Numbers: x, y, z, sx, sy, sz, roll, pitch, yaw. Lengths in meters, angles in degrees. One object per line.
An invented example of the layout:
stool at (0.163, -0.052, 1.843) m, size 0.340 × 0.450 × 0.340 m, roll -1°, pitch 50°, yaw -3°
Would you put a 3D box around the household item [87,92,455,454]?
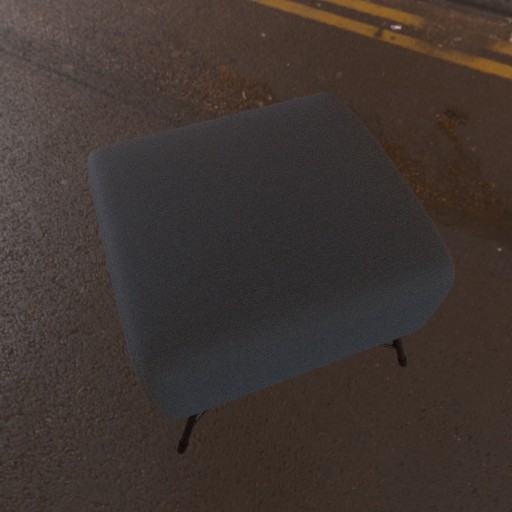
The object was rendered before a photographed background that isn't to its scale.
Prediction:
household item at (0.000, 0.000, 0.894) m, size 0.530 × 0.420 × 0.530 m, roll -17°, pitch 59°, yaw -11°
